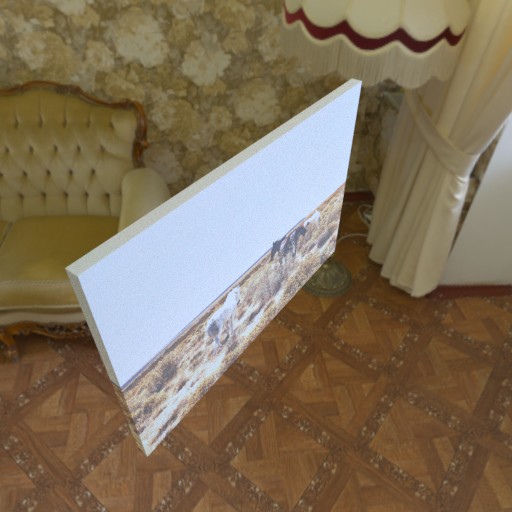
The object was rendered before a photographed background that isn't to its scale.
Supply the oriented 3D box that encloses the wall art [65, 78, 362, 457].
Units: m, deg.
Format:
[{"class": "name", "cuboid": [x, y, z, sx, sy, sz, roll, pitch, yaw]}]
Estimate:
[{"class": "wall art", "cuboid": [0.000, 0.000, 1.875, 0.051, 1.016, 1.520, 27, 49, 26]}]
